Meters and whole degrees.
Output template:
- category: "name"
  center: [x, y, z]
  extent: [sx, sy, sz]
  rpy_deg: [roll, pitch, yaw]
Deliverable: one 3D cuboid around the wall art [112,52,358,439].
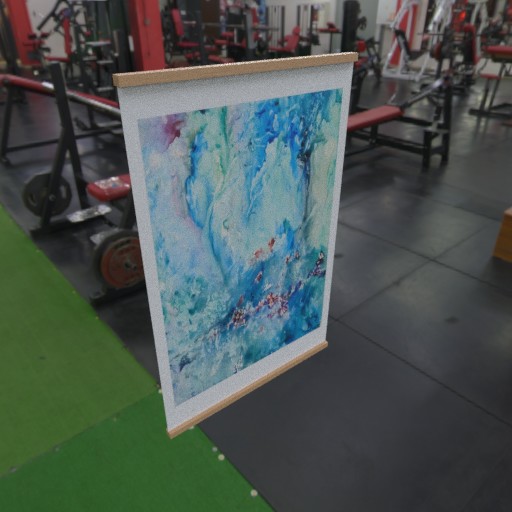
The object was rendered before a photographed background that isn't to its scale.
- category: "wall art"
  center: [0.000, 0.000, 0.632]
  extent: [0.335, 0.510, 0.013]
  rpy_deg: [-21, 36, -32]
